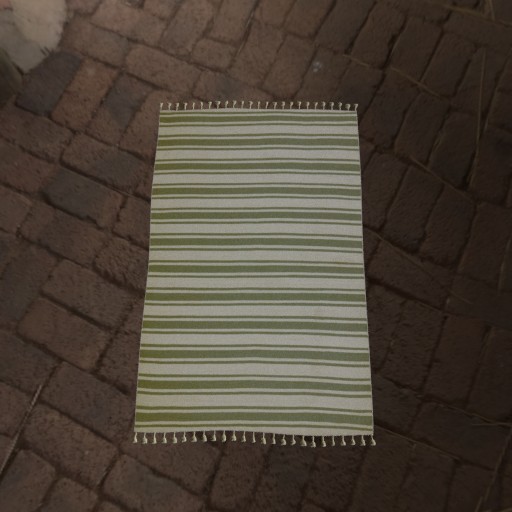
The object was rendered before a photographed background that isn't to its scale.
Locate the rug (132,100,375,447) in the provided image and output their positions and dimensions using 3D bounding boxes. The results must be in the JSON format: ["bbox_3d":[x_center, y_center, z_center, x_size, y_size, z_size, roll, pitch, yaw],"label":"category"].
[{"bbox_3d":[0.000,0.000,2.352,1.162,0.013,1.875,1,75,0],"label":"rug"}]
